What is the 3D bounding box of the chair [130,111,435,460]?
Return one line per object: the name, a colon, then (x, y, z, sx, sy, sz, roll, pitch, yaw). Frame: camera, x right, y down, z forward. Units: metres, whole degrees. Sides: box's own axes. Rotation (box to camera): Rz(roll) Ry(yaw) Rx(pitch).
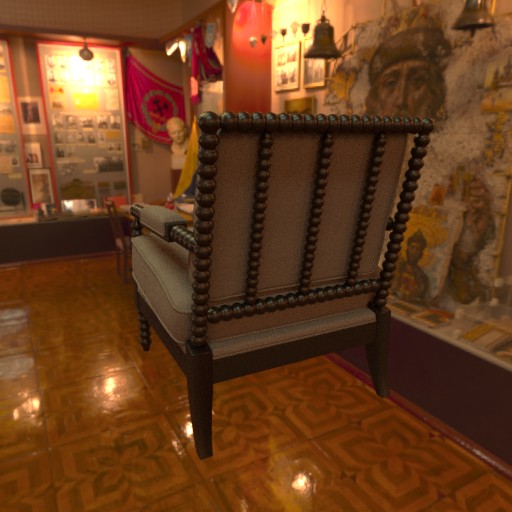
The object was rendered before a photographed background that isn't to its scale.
chair: (0.000, 0.000, 1.114, 0.540, 0.661, 0.622, -8, 17, -26)
